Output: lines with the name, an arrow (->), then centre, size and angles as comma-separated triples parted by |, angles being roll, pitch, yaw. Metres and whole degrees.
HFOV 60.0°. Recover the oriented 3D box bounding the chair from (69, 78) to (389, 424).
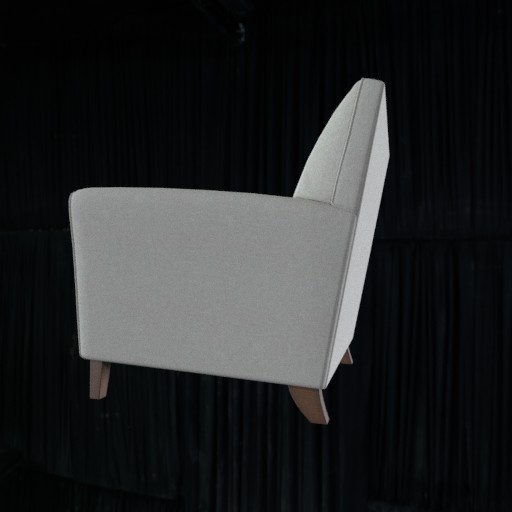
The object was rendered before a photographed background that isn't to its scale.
chair -> 0.000, 0.000, 1.527 | 0.871, 0.846, 0.840 | 0, 0, 18
